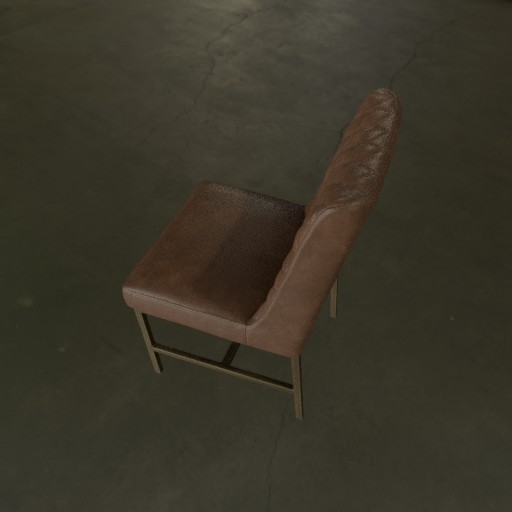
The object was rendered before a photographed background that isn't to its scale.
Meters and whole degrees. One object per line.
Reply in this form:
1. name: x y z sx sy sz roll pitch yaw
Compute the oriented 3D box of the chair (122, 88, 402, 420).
1. chair: 0.000 0.000 1.256 0.587 0.889 0.508 16 49 14
